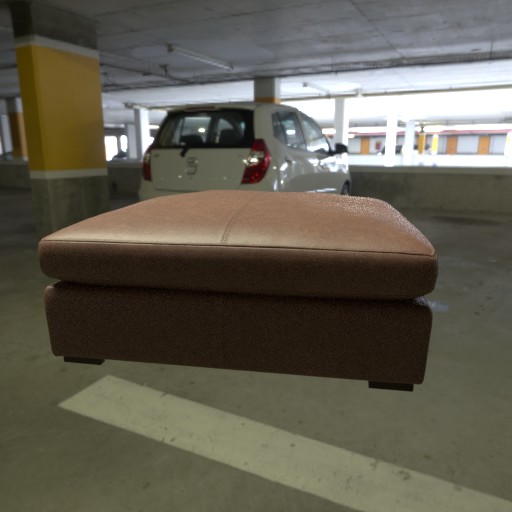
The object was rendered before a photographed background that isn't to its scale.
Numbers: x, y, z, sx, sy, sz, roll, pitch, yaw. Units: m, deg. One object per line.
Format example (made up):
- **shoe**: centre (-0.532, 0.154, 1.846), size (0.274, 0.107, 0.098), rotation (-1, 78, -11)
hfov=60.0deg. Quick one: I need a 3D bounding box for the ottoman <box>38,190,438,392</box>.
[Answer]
- **ottoman**: centre (0.000, 0.000, 1.790), size (1.168, 0.490, 1.168), rotation (2, 14, 9)
